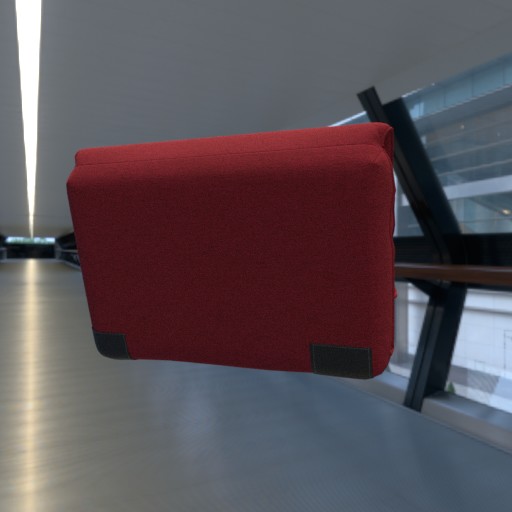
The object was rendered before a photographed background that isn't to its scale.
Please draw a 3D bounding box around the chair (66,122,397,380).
[{"bbox_3d":[0.000,0.000,1.350,0.820,0.580,0.780,0,0,18],"label":"chair"}]
